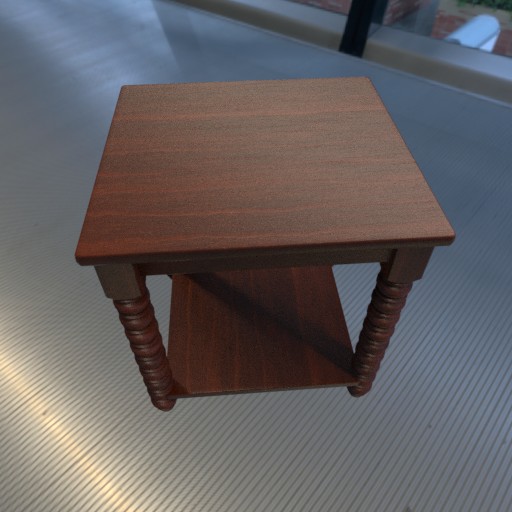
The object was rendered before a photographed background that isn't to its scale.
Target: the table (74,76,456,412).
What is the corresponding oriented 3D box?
[{"bbox_3d":[0.000,0.000,0.983,0.533,0.567,0.500,-3,47,-3],"label":"table"}]
